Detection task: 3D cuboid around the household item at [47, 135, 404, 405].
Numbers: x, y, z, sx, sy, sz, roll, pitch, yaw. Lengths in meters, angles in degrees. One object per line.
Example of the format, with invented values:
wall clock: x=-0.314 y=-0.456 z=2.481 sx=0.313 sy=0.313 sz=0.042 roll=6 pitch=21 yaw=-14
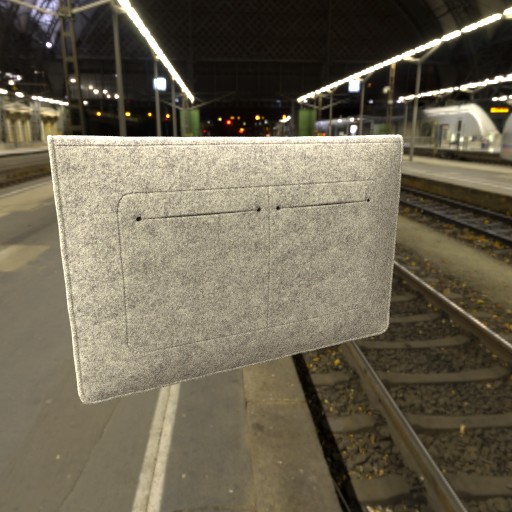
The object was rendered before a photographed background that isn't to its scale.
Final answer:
household item: x=0.000 y=0.000 z=0.420 sx=0.335 sy=0.221 sz=0.057 roll=-7 pitch=17 yaw=-25
